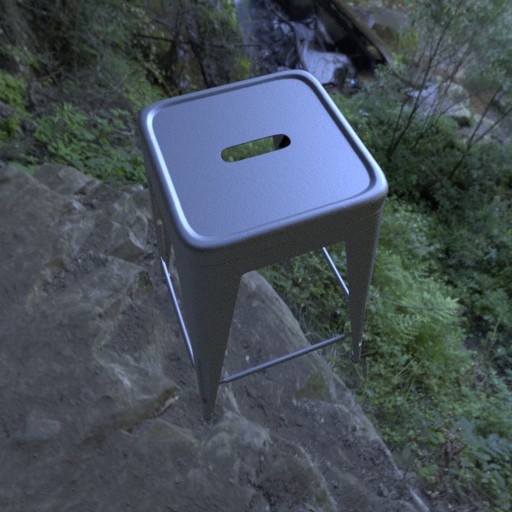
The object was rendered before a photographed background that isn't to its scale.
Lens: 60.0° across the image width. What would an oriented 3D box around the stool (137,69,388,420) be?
[{"bbox_3d":[0.000,0.000,0.905,0.406,0.610,0.406,-18,60,-11],"label":"stool"}]
